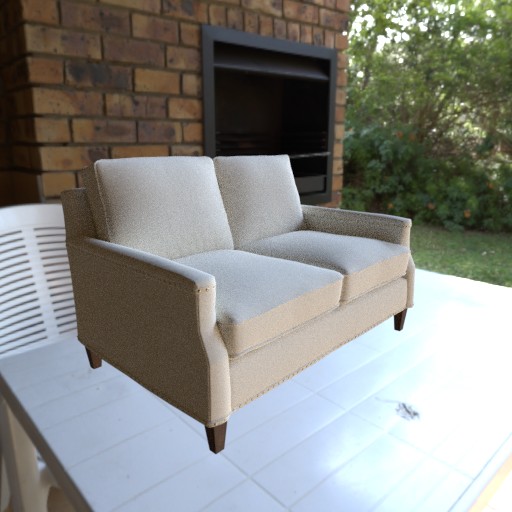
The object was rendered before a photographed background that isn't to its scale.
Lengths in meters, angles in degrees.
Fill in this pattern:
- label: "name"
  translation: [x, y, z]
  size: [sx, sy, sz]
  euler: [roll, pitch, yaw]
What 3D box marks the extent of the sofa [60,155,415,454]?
- label: "sofa"
  translation: [0.000, 0.000, 2.293]
  size: [1.084, 1.003, 1.597]
  euler: [13, 20, 41]
